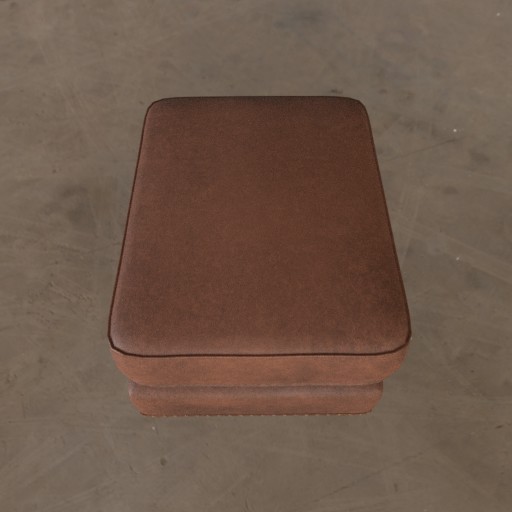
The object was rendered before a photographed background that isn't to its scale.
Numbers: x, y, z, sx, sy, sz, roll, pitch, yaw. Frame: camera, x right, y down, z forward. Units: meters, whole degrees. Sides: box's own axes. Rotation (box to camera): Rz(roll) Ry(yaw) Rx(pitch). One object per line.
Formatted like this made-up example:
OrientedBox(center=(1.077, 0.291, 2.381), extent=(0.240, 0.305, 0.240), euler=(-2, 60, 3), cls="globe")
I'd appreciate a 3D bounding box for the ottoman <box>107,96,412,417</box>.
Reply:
OrientedBox(center=(0.000, 0.000, 1.150), extent=(0.589, 0.537, 0.738), euler=(0, 58, 0), cls="ottoman")
